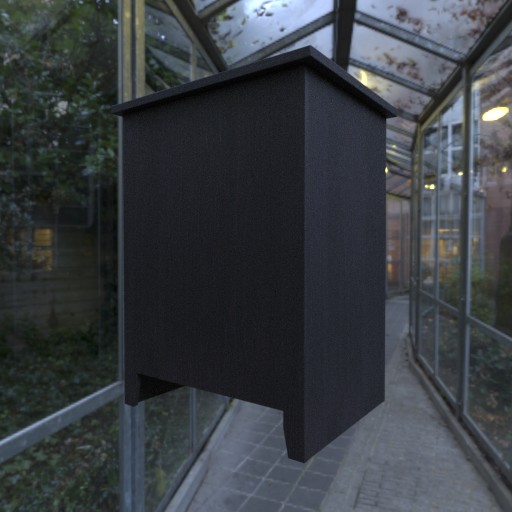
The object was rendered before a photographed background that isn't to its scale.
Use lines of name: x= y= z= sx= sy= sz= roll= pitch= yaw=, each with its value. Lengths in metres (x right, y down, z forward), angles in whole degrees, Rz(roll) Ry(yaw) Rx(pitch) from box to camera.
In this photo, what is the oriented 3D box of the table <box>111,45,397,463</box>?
table: x=0.000 y=0.000 z=0.955 sx=0.480 sy=0.635 sz=0.381 roll=1 pitch=1 yaw=36
